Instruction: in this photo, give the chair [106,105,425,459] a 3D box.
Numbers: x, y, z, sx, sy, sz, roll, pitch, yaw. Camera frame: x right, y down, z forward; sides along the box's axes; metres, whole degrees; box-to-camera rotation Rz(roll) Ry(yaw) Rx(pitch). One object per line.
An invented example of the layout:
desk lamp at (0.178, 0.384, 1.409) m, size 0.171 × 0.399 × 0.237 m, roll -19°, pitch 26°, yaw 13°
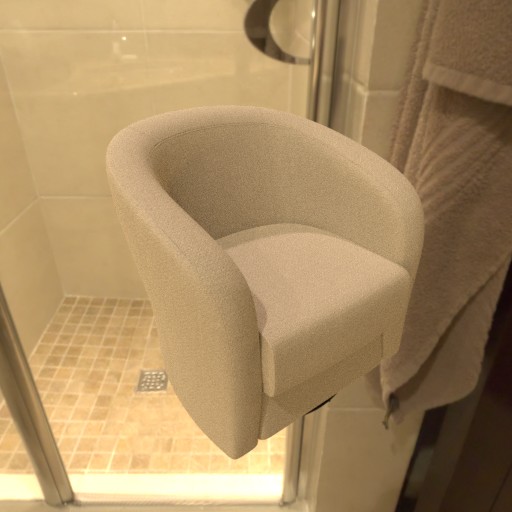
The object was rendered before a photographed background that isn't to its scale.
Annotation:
chair at (0.000, 0.000, 1.390) m, size 0.791 × 0.771 × 0.815 m, roll -21°, pitch 36°, yaw -32°
